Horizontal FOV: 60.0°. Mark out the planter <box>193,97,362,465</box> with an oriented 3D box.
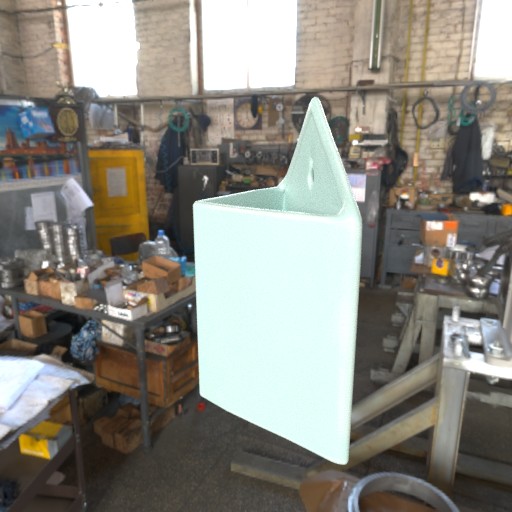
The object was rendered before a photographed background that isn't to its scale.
[{"bbox_3d":[0.000,0.000,0.290,0.079,0.197,0.164,-2,15,-9],"label":"planter"}]
